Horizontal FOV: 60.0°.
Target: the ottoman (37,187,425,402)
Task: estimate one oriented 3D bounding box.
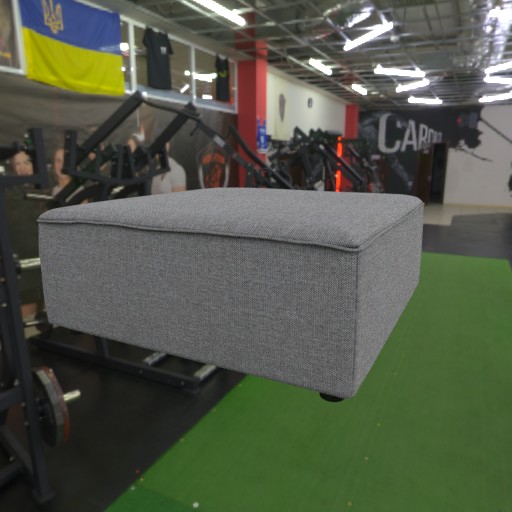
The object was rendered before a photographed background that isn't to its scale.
[{"bbox_3d":[0.000,0.000,1.590,1.017,0.423,1.023,7,15,27],"label":"ottoman"}]
